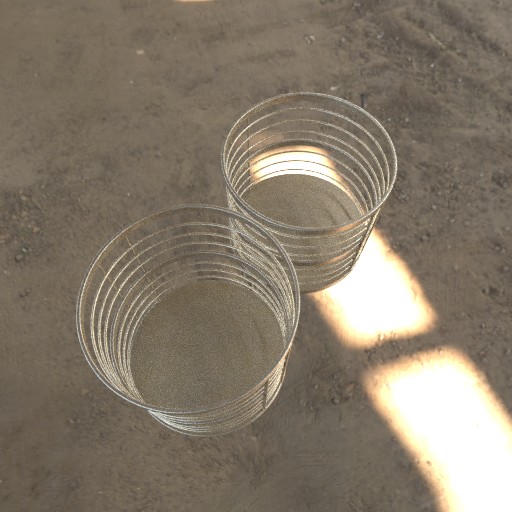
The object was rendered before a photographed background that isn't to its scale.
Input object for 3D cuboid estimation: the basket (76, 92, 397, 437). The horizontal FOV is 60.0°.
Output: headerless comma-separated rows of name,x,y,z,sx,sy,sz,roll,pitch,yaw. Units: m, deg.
basket,0.000,0.000,0.938,0.356,0.351,0.746,30,67,15
